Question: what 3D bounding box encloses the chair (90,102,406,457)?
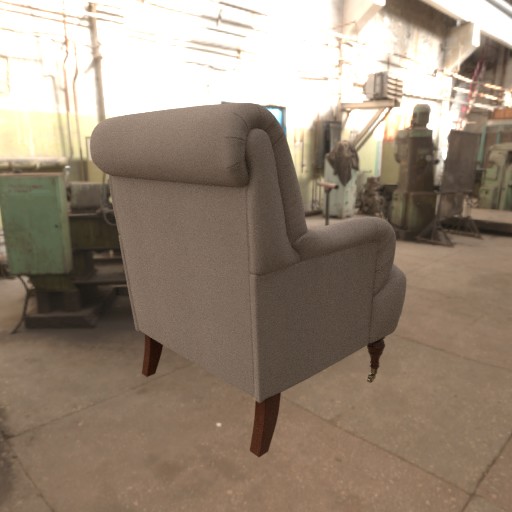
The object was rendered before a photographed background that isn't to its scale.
[{"bbox_3d":[0.000,0.000,1.546,0.842,0.942,0.766,-12,18,-42],"label":"chair"}]
